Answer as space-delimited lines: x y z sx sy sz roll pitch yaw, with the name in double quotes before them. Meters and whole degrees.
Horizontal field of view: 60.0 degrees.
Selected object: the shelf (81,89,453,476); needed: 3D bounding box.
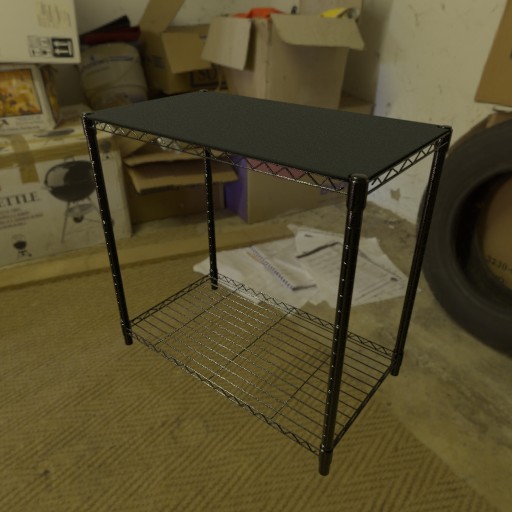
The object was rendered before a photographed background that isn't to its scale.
"shelf" 0.000 0.000 0.929 0.589 0.564 0.338 21 36 33
